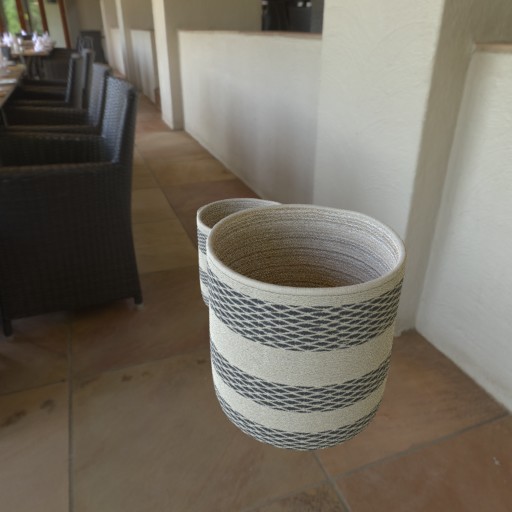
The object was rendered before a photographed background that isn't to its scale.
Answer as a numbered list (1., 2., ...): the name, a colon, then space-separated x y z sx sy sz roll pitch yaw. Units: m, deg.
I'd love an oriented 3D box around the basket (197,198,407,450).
1. basket: 0.000 0.000 1.100 0.351 0.356 0.917 -8 28 -16
